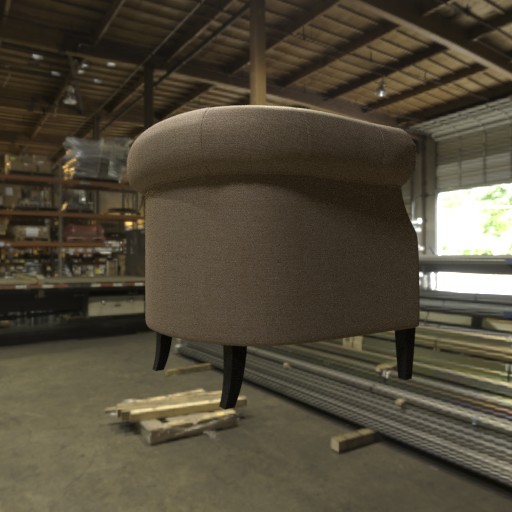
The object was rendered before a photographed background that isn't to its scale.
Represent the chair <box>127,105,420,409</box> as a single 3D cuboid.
[{"bbox_3d":[0.000,0.000,1.565,0.852,0.827,0.905,0,0,-35],"label":"chair"}]
